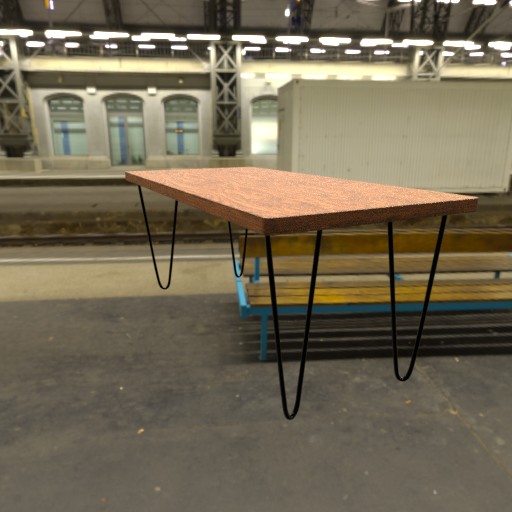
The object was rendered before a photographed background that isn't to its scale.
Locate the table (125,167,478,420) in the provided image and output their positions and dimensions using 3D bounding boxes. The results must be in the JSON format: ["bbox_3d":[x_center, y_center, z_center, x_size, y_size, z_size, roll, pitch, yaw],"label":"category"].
[{"bbox_3d":[0.000,0.000,2.251,0.883,0.753,1.791,-8,17,-27],"label":"table"}]
